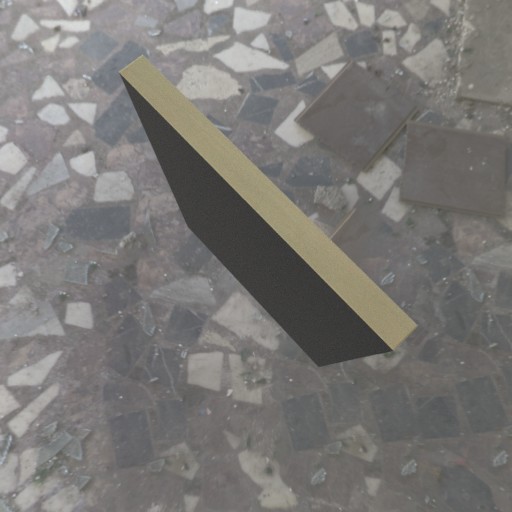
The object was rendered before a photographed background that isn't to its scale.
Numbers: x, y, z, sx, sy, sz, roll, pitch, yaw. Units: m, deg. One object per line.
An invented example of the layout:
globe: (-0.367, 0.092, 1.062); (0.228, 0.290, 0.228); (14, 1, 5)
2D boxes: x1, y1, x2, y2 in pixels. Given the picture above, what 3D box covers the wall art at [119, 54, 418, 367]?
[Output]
wall art: (0.000, 0.000, 0.831); (0.040, 0.608, 0.489); (-42, 78, -11)
